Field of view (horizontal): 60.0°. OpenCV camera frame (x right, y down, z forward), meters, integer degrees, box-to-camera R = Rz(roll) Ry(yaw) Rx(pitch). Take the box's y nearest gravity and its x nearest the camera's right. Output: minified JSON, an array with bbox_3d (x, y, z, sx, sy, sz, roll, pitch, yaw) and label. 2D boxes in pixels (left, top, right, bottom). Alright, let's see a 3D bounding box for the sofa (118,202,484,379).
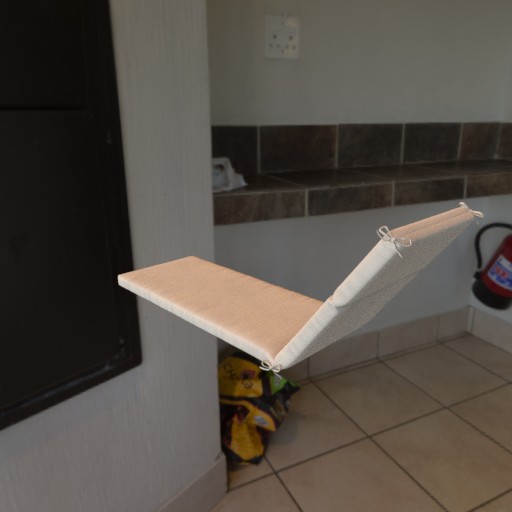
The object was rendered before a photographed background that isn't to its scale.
[{"bbox_3d":[0.000,0.000,1.962,0.582,0.622,1.663,-16,24,-42],"label":"sofa"}]
